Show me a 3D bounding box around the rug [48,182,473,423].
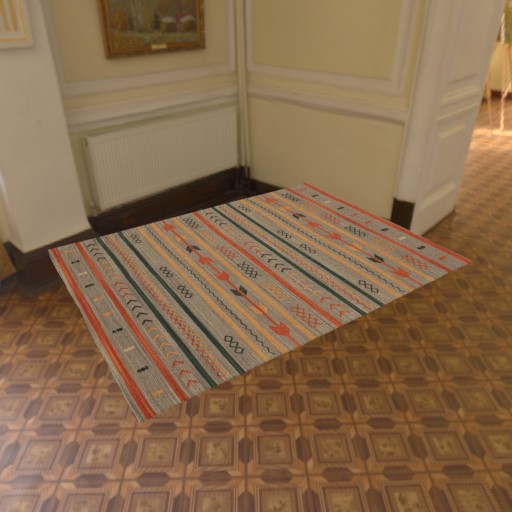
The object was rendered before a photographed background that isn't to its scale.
[{"bbox_3d":[0.000,0.000,3.913,3.029,0.022,2.263,-19,35,-29],"label":"rug"}]
